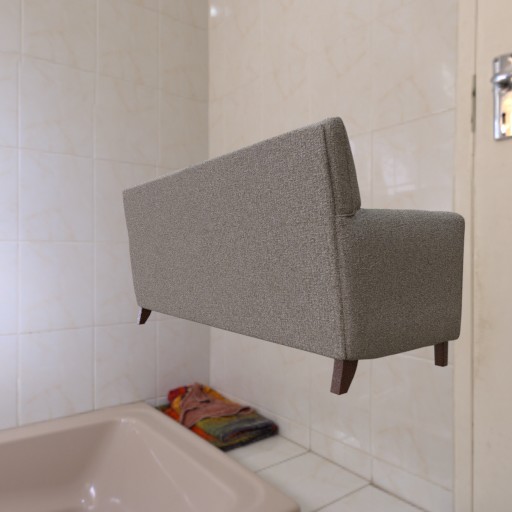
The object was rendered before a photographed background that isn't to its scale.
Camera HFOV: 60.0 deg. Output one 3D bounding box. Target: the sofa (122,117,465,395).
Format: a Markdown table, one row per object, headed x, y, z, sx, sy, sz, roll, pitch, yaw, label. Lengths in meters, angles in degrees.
| x | y | z | sx | sy | sz | roll | pitch | yaw | label |
| --- | --- | --- | --- | --- | --- | --- | --- | --- | --- |
| 0.000 | 0.000 | 2.477 | 0.854 | 0.942 | 2.026 | 0 | 0 | -36 | sofa |
